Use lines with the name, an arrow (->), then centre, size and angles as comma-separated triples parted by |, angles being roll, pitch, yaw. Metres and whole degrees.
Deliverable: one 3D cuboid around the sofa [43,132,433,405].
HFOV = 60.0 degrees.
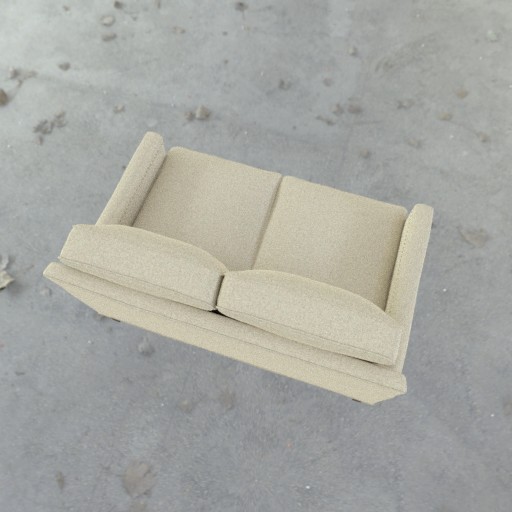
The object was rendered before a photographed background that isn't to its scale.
sofa -> 0.000, 0.000, 2.248 | 1.597, 1.003, 1.084 | 17, 64, 8
